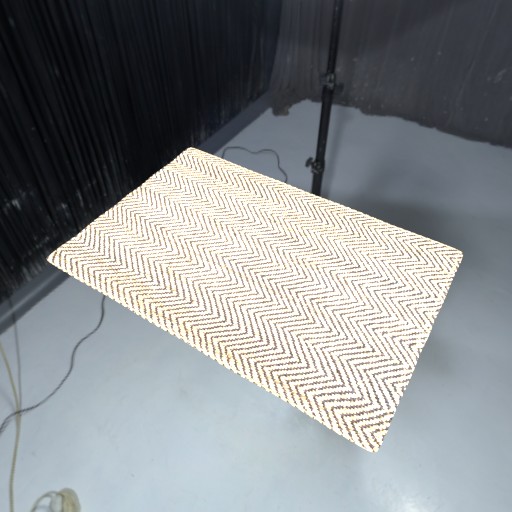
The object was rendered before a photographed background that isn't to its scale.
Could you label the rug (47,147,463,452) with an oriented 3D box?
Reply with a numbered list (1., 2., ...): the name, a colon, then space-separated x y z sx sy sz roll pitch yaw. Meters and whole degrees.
1. rug: 0.000 0.000 2.317 1.828 0.008 1.219 25 52 21
